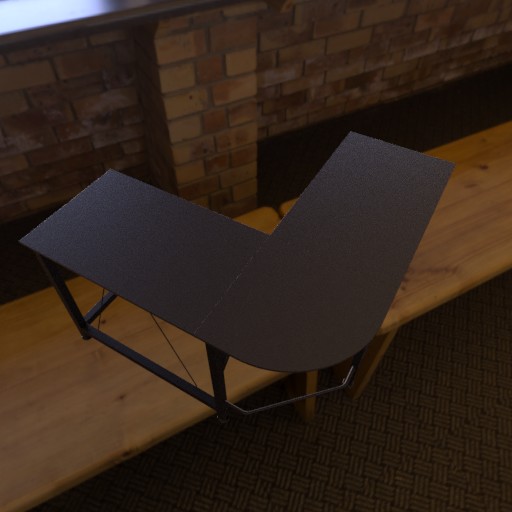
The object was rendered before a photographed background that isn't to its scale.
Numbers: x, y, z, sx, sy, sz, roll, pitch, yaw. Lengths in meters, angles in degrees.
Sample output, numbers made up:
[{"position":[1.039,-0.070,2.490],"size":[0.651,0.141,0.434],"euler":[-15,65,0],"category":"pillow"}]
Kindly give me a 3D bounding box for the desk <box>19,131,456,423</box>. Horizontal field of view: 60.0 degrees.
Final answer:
[{"position":[0.000,0.000,2.240],"size":[1.400,0.762,1.400],"euler":[24,53,19],"category":"desk"}]
